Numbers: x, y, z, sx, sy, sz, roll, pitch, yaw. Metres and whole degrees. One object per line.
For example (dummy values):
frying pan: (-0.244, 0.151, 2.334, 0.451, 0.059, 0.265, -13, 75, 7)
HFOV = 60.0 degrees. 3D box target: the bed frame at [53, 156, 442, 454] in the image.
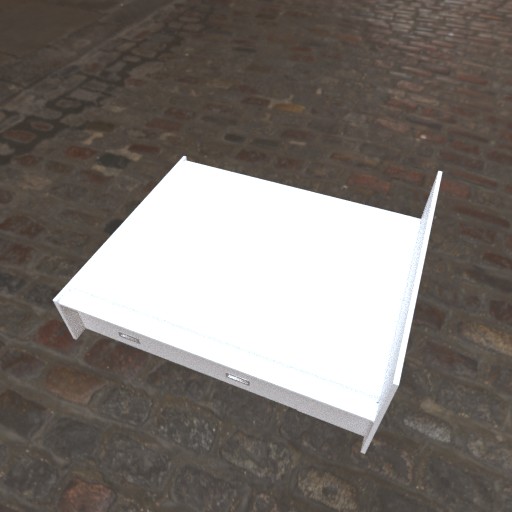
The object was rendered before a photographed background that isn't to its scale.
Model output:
bed frame: (0.000, 0.000, 2.920, 1.960, 0.800, 1.622, 17, 49, 15)
